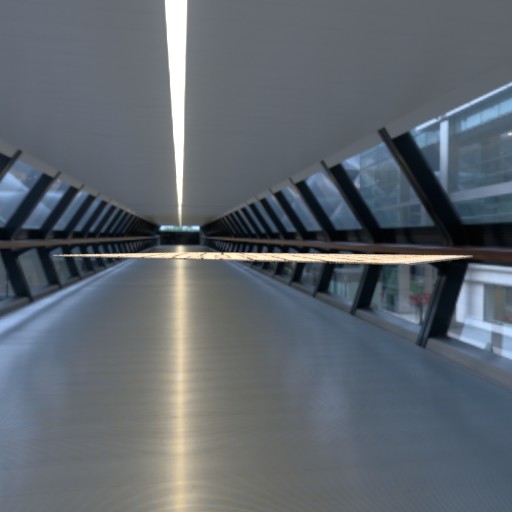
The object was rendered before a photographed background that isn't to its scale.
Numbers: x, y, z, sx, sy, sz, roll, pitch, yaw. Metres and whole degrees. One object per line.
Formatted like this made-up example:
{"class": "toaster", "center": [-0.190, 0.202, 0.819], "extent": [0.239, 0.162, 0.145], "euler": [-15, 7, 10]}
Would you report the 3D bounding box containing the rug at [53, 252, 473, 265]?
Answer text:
{"class": "rug", "center": [0.000, 0.000, 2.455], "extent": [2.006, 0.008, 1.196], "euler": [1, 2, 35]}
